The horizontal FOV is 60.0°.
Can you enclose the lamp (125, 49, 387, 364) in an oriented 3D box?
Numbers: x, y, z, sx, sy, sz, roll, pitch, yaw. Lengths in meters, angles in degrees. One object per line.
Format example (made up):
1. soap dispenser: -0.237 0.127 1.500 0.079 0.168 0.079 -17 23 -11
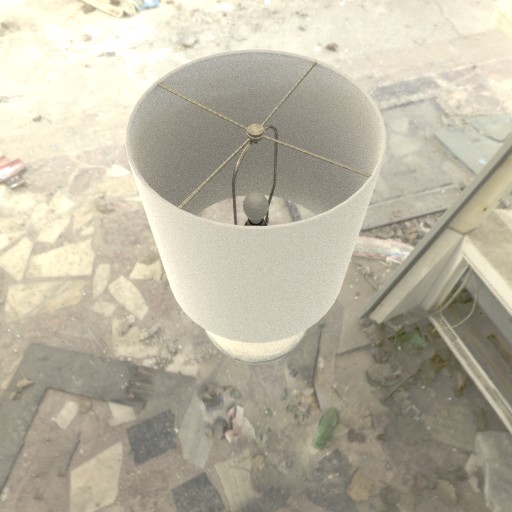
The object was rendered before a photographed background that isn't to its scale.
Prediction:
1. lamp: 0.000 0.000 0.540 0.216 0.404 0.216 2 57 1
